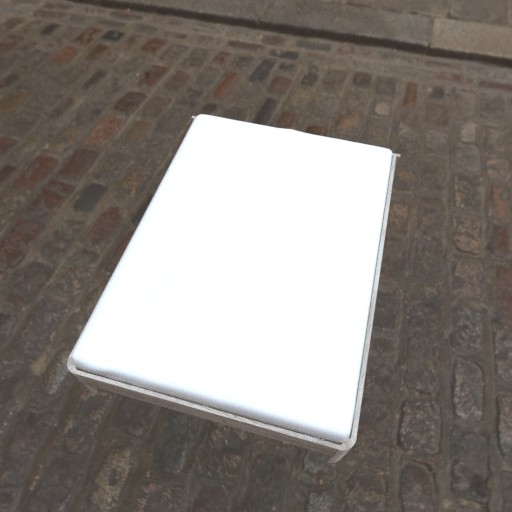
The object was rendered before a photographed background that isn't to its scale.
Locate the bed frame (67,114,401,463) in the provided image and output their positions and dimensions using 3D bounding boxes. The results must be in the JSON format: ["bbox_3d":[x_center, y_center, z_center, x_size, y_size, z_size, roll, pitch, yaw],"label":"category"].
[{"bbox_3d":[0.000,0.000,2.688,1.490,0.462,1.950,13,58,8],"label":"bed frame"}]
